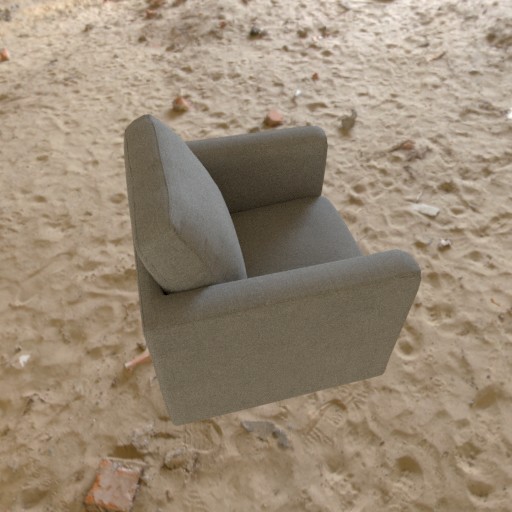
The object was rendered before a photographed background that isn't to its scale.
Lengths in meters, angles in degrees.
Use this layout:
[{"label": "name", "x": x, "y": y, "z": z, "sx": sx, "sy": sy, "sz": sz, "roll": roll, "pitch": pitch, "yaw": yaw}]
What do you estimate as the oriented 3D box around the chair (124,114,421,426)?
[{"label": "chair", "x": 0.000, "y": 0.000, "z": 1.598, "sx": 0.800, "sy": 0.927, "sz": 0.855, "roll": -11, "pitch": 47, "yaw": -10}]
